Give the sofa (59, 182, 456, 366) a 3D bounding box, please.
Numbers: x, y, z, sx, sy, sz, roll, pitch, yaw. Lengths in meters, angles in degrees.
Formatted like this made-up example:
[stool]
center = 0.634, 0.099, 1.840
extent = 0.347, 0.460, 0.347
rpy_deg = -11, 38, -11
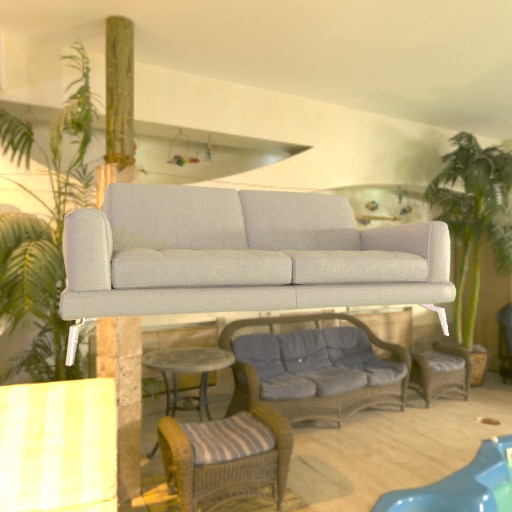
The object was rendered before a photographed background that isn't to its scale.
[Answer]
[sofa]
center = 0.000, 0.000, 2.736
extent = 2.177, 0.930, 1.121
rpy_deg = 0, 0, -20
